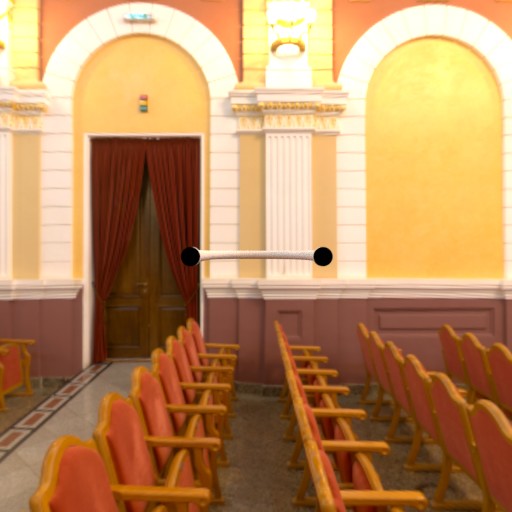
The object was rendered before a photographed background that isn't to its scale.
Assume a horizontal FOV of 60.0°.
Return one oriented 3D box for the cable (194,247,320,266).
[{"bbox_3d":[0.000,0.000,0.115,0.040,0.006,0.098,0,1,0],"label":"cable"}]
